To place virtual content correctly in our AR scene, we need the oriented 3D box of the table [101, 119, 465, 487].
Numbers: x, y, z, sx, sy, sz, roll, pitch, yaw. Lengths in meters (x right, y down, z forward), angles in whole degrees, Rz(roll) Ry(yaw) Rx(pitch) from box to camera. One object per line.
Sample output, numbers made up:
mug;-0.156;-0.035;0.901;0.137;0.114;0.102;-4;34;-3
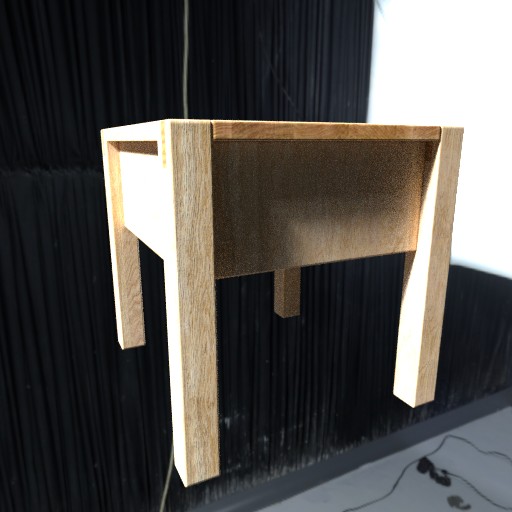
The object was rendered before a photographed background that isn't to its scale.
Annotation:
table;0.000;0.000;0.811;0.440;0.450;0.480;-7;16;-26
